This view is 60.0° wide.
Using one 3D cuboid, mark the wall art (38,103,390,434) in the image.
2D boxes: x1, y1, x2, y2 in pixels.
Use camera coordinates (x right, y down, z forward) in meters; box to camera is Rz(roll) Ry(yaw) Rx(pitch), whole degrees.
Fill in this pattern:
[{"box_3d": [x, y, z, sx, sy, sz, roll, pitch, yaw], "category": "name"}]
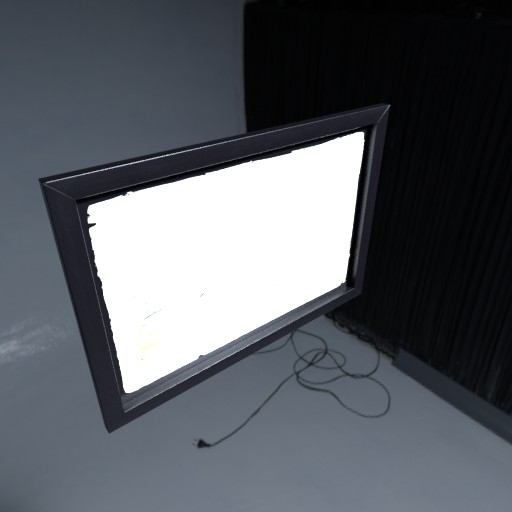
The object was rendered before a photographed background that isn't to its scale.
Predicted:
[{"box_3d": [0.000, 0.000, 0.551, 0.440, 0.306, 0.013, -22, 38, -32], "category": "wall art"}]
